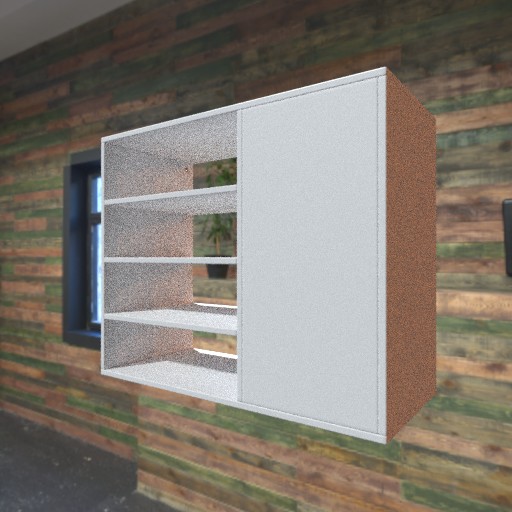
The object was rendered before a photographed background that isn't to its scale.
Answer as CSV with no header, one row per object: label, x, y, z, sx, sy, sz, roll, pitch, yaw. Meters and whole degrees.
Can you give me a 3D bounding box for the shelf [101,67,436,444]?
shelf,0.000,0.000,1.275,0.895,0.732,0.396,0,0,35
